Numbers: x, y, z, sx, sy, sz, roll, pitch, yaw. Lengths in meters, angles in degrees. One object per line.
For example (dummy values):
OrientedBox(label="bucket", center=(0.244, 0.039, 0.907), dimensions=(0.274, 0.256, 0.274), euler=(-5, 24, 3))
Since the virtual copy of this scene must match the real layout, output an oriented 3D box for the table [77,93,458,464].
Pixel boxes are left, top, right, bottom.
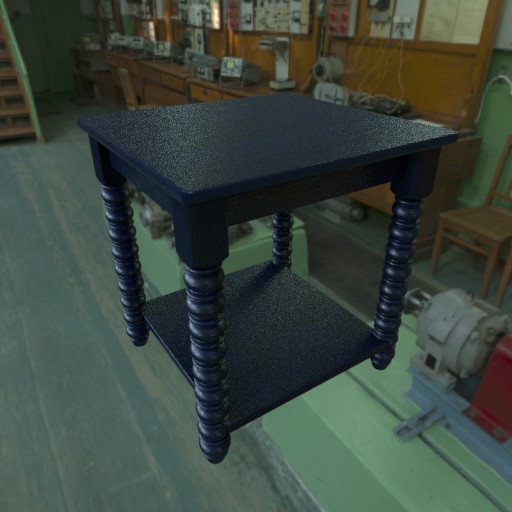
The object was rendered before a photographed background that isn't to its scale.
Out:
OrientedBox(label="table", center=(0.000, 0.000, 0.968), dimensions=(0.533, 0.567, 0.500), euler=(-18, 34, -29))
